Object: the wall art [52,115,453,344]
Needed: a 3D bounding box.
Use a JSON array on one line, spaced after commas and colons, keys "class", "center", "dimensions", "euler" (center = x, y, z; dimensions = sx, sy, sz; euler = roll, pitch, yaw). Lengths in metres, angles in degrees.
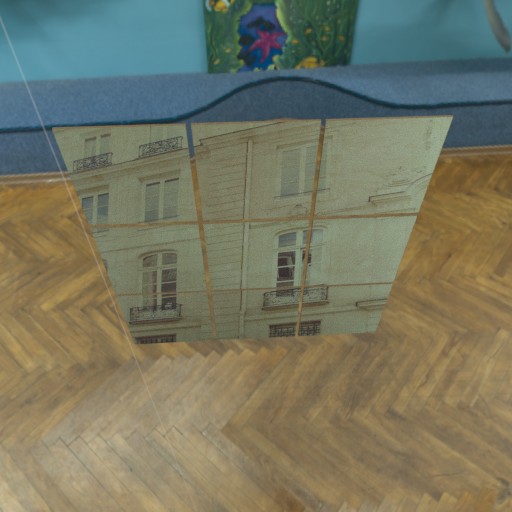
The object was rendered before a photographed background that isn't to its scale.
[{"class": "wall art", "center": [0.000, 0.000, 2.251], "dimensions": [1.526, 1.522, 0.023], "euler": [-2, 48, -2]}]
